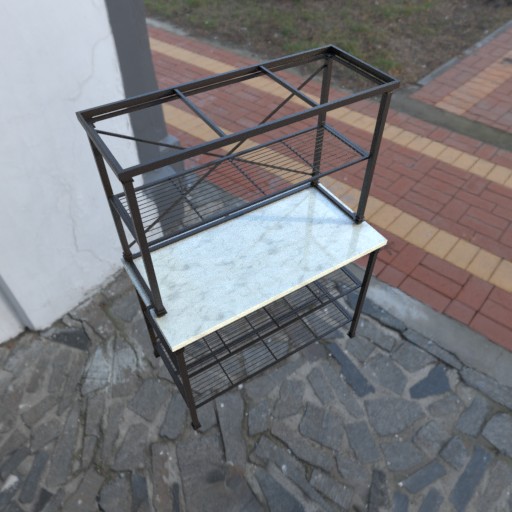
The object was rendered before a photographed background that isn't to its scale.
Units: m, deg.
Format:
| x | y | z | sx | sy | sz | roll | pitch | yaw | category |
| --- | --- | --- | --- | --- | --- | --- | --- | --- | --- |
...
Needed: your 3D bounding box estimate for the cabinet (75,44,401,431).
| x | y | z | sx | sy | sz | roll | pitch | yaw | category |
| --- | --- | --- | --- | --- | --- | --- | --- | --- | --- |
| 0.000 | 0.000 | 2.264 | 1.210 | 1.659 | 0.610 | -24 | 51 | -21 | cabinet |
